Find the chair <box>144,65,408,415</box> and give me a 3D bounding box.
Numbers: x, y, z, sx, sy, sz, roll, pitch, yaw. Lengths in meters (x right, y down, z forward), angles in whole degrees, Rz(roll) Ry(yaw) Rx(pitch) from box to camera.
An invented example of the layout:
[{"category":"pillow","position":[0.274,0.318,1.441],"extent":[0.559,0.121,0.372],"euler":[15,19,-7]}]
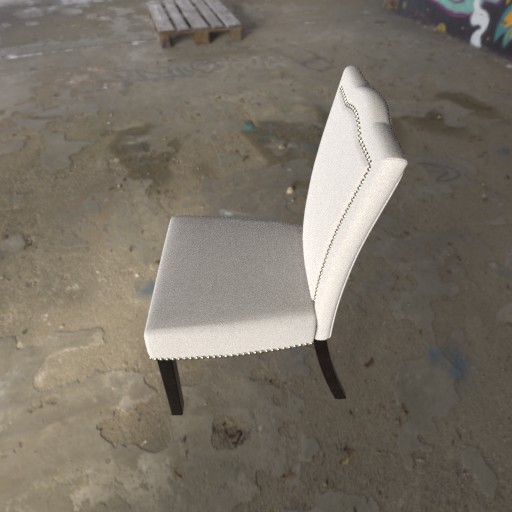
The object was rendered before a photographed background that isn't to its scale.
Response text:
[{"category":"chair","position":[0.000,0.000,1.280],"extent":[0.589,0.946,0.518],"euler":[0,42,0]}]
